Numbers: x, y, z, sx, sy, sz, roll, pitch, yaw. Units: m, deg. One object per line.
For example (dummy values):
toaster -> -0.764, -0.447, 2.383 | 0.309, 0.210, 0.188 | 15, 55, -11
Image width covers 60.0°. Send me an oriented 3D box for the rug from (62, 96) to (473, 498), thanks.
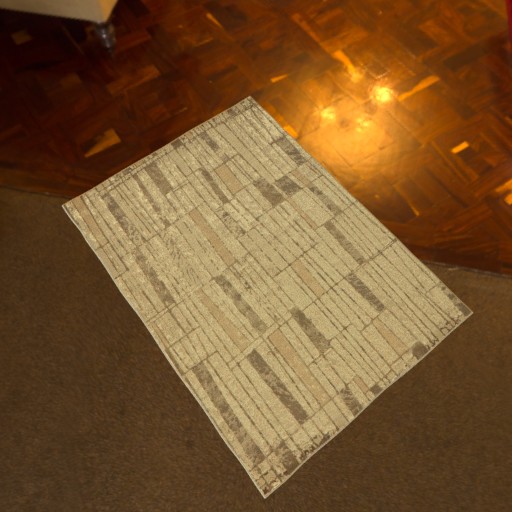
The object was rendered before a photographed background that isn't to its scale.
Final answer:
rug -> 0.000, 0.000, 4.302 | 2.449, 0.019, 3.357 | -35, 70, -15
